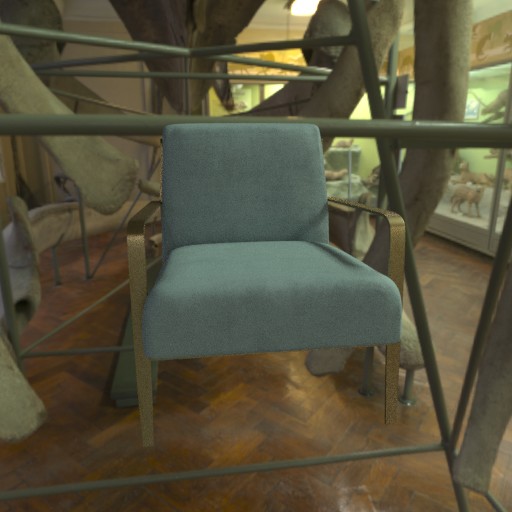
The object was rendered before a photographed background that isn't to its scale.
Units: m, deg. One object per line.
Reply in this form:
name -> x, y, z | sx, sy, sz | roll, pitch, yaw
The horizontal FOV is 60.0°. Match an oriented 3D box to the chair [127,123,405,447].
chair -> 0.000, 0.000, 1.424 | 0.701, 0.824, 0.842 | -2, 16, -7
